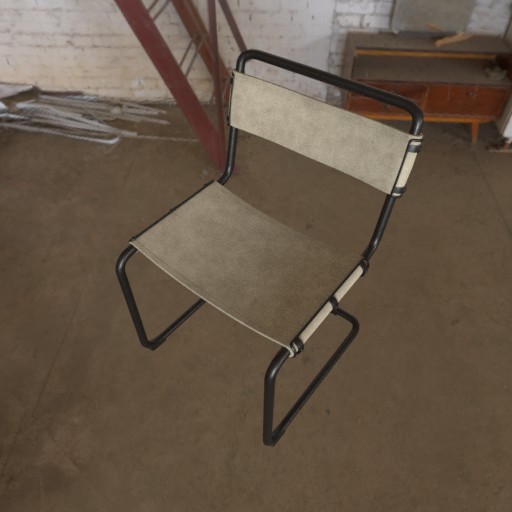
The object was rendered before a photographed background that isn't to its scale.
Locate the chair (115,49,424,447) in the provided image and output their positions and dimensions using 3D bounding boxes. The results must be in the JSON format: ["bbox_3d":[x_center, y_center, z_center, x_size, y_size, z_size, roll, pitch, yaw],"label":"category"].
[{"bbox_3d":[0.000,0.000,1.085,0.499,0.747,0.497,30,54,25],"label":"chair"}]
